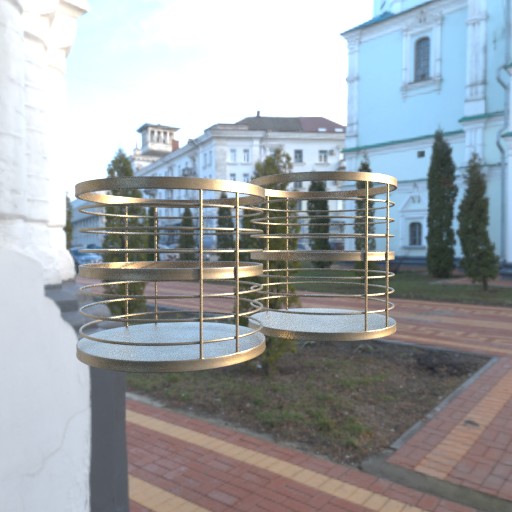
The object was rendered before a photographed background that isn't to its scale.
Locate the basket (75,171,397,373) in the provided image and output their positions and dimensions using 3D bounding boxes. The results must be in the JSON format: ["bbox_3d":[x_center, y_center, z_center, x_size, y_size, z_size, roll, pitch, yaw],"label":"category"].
[{"bbox_3d":[0.000,0.000,0.974,0.746,0.351,0.356,-1,2,-35],"label":"basket"}]
